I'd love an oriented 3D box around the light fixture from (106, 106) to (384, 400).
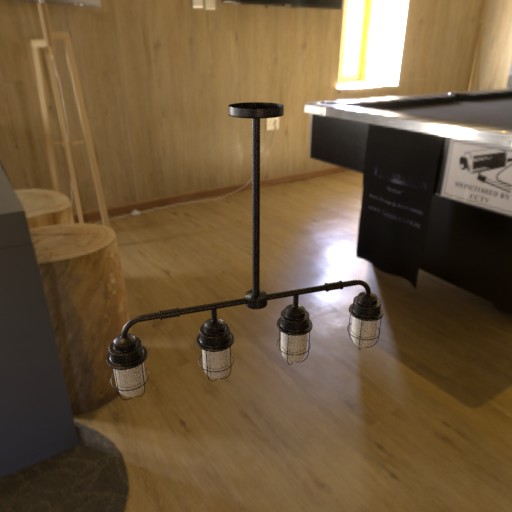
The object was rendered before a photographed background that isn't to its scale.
[{"bbox_3d":[0.000,0.000,1.213,0.852,0.785,0.131,-8,26,-16],"label":"light fixture"}]
